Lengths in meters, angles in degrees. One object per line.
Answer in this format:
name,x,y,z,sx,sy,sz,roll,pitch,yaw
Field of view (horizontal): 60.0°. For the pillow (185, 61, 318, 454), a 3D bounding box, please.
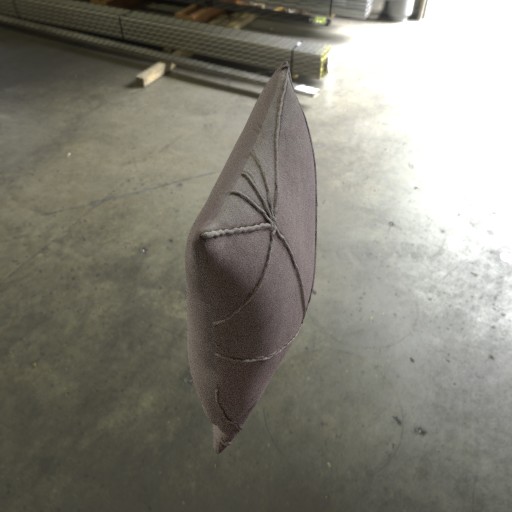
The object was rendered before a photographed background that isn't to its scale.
pillow,0.000,0.000,0.678,0.185,0.440,0.439,9,45,9
